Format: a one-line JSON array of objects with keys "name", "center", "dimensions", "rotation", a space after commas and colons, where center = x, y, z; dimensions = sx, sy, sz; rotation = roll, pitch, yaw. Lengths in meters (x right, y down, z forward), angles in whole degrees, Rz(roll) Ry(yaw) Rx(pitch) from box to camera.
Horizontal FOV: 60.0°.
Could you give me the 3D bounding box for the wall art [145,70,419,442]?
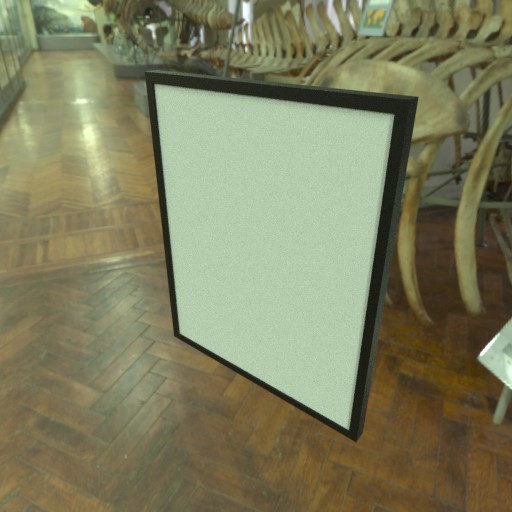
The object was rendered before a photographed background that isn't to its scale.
[{"name": "wall art", "center": [0.000, 0.000, 0.538], "dimensions": [0.325, 0.397, 0.018], "rotation": [21, 35, 33]}]
